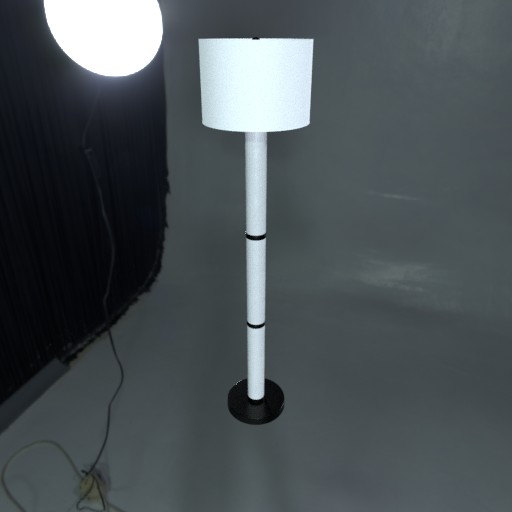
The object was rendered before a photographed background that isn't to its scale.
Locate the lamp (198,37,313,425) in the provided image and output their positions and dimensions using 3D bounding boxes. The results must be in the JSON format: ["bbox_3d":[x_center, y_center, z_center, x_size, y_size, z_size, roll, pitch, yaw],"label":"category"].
[{"bbox_3d":[0.000,0.000,1.805,0.377,1.599,0.377,8,28,15],"label":"lamp"}]
